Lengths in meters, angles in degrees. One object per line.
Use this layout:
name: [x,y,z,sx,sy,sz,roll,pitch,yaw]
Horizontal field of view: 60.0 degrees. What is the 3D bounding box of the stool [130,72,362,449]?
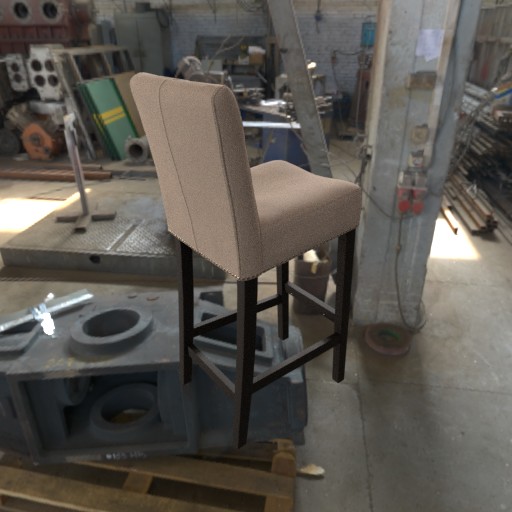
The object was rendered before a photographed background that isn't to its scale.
stool: [0.000,0.000,1.363,0.548,1.047,0.411,-19,33,-33]
